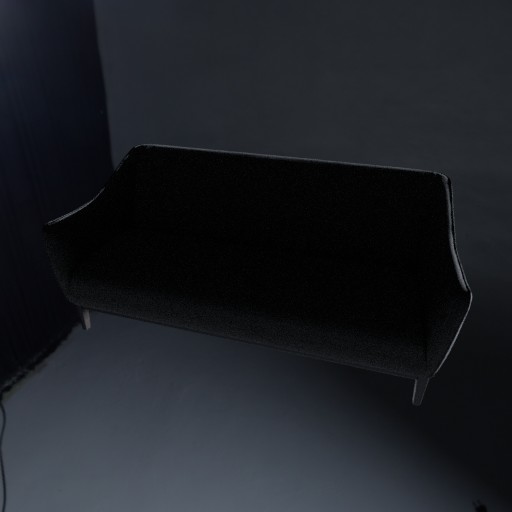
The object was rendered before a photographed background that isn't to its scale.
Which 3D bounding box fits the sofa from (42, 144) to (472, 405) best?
[{"bbox_3d":[0.000,0.000,2.303,1.928,0.829,0.867,9,31,15],"label":"sofa"}]
